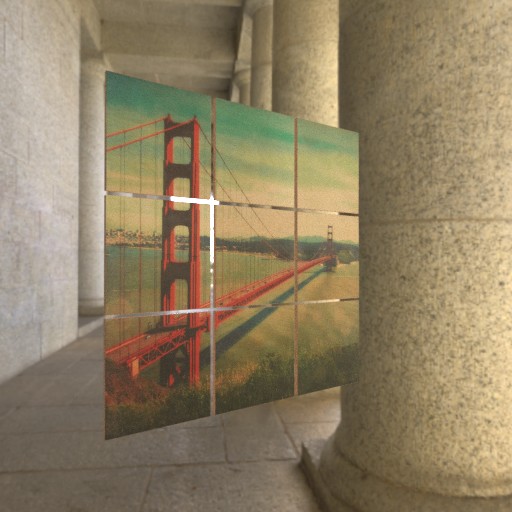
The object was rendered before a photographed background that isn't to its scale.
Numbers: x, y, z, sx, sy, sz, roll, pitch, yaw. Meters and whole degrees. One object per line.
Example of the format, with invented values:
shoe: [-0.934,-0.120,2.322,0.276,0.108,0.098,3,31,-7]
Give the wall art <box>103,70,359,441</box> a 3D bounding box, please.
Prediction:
wall art: [0.000,0.000,1.804,1.217,1.207,0.016,0,-1,-36]
